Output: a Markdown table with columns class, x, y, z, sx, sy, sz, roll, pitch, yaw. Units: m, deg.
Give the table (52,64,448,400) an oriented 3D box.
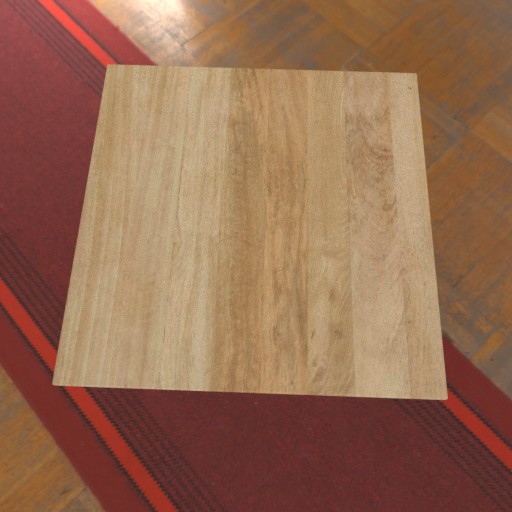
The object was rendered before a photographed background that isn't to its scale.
| class | x | y | z | sx | sy | sz | roll | pitch | yaw |
| --- | --- | --- | --- | --- | --- | --- | --- | --- | --- |
| table | 0.000 | 0.000 | 0.999 | 0.599 | 0.500 | 0.599 | 2 | 72 | 1 |
